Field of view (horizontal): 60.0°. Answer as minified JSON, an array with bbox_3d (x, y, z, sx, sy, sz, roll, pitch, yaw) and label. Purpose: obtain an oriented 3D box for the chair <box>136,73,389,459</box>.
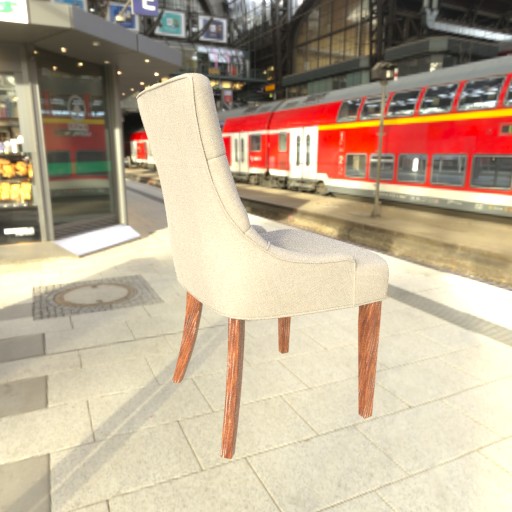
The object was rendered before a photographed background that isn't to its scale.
[{"bbox_3d":[0.000,0.000,1.232,0.565,0.874,0.509,-7,15,-26],"label":"chair"}]
